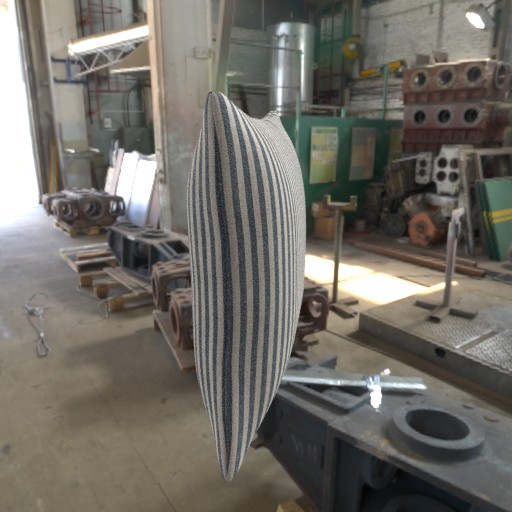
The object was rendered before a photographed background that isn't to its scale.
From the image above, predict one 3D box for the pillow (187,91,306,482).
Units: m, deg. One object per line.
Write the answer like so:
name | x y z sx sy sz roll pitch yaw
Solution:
pillow | 0.000 0.000 0.783 0.166 0.510 0.523 3 16 9
